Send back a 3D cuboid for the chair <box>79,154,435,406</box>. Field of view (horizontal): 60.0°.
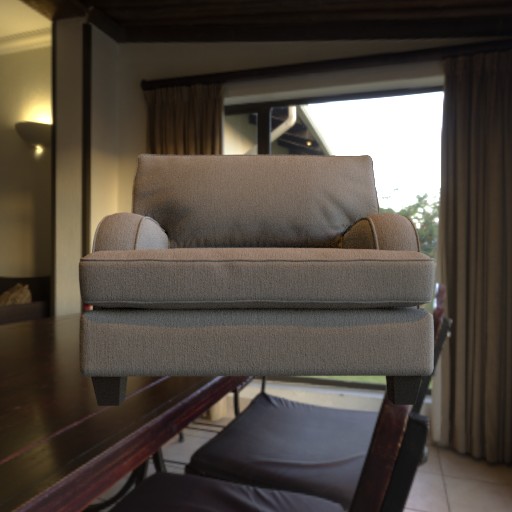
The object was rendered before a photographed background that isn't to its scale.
[{"bbox_3d":[0.000,0.000,1.953,1.220,1.016,1.041,0,1,-1],"label":"chair"}]
